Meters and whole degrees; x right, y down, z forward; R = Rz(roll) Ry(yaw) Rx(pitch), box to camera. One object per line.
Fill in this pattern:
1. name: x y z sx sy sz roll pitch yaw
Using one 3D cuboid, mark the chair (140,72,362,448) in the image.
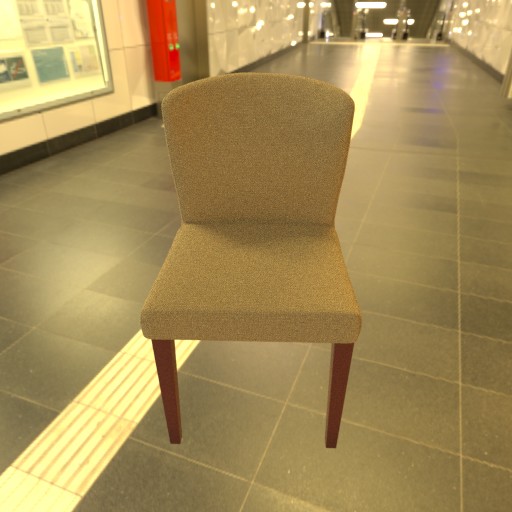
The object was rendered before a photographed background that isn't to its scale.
1. chair: 0.000 0.000 1.180 0.491 0.839 0.589 1 30 2
